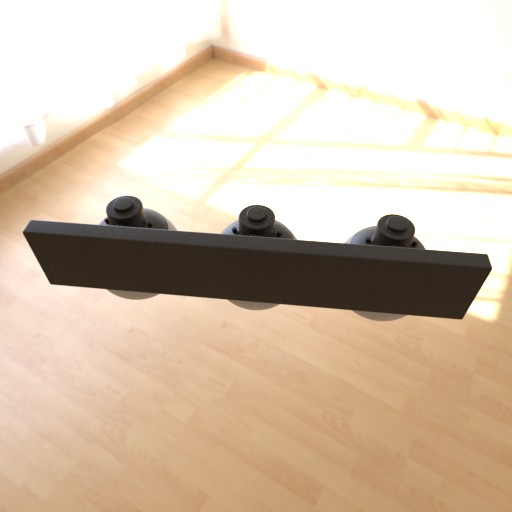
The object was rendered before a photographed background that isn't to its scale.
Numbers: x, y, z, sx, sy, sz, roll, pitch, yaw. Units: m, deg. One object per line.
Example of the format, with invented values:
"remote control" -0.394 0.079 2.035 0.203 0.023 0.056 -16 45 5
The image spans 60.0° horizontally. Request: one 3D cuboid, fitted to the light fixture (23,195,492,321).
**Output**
"light fixture" 0.000 0.000 0.843 0.721 0.263 0.218 4 48 4
